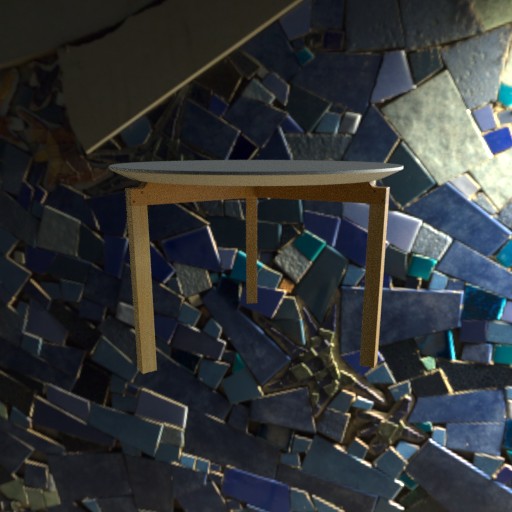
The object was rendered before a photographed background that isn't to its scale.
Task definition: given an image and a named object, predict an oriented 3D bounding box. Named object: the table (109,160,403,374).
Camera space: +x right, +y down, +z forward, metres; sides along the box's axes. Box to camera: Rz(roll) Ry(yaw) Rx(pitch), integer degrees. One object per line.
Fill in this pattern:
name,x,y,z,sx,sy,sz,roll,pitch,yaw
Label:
table,0.000,0.000,0.996,0.600,0.405,0.600,0,14,0
